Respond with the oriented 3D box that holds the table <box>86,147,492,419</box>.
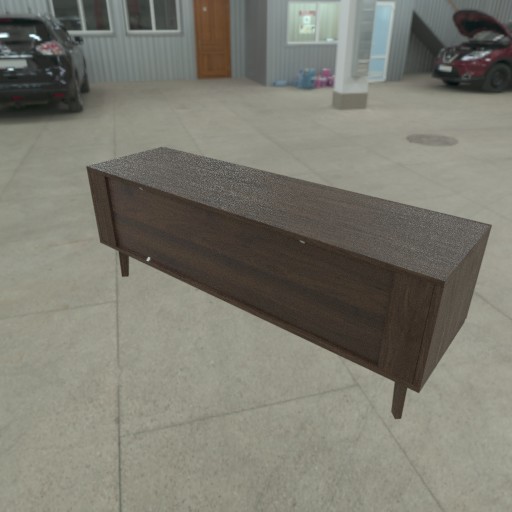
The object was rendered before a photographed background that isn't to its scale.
[{"bbox_3d":[0.000,0.000,1.624,1.397,0.508,0.405,21,34,33],"label":"table"}]
